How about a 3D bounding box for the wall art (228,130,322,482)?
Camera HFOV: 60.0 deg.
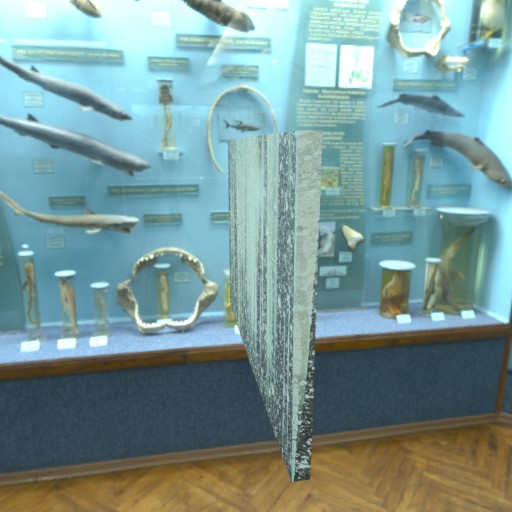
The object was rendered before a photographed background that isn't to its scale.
[{"bbox_3d":[0.000,0.000,1.154,0.038,0.598,0.919,-2,14,-9],"label":"wall art"}]
